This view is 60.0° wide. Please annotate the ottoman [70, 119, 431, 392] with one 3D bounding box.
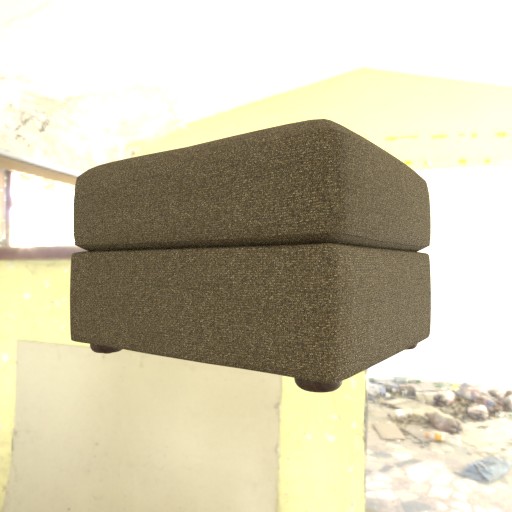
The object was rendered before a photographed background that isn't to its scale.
[{"bbox_3d":[0.000,0.000,1.115,0.742,0.476,0.598,-1,-2,35],"label":"ottoman"}]
